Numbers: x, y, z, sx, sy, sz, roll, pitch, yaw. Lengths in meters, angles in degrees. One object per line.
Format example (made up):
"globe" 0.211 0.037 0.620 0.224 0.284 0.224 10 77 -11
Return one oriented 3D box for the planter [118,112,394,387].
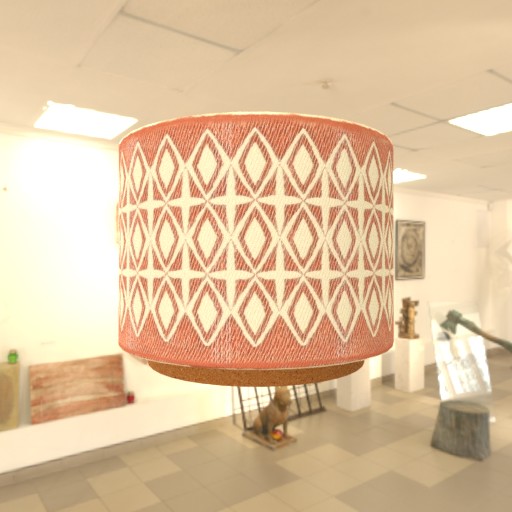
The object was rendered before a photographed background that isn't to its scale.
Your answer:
"planter" 0.000 0.000 0.323 0.192 0.148 0.192 0 0 0
